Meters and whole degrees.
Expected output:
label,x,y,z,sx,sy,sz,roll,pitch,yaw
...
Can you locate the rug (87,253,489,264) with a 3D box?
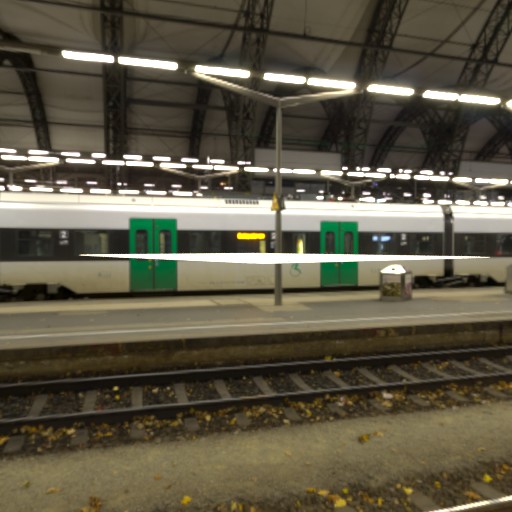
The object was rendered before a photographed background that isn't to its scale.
label,x,y,z,sx,sy,sz,roll,pitch,yaw
rug,0.000,0.000,2.126,1.190,0.003,1.634,-1,1,-37
